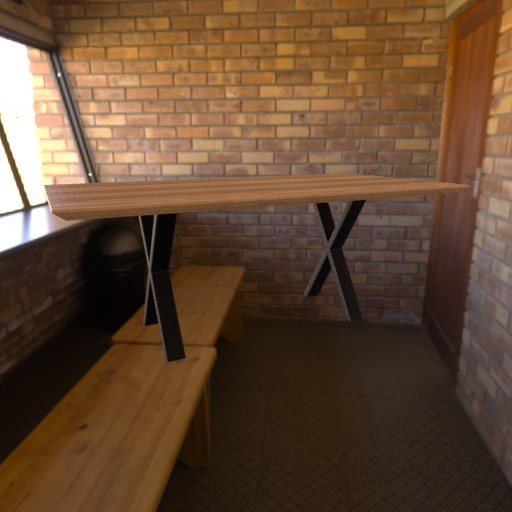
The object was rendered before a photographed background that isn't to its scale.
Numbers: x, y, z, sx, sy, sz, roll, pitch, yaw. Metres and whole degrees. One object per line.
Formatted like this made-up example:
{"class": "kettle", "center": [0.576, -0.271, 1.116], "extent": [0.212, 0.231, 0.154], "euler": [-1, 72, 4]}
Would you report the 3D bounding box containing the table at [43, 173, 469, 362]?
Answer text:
{"class": "table", "center": [0.000, 0.000, 2.421], "extent": [2.000, 0.770, 1.000], "euler": [-7, 16, -25]}
